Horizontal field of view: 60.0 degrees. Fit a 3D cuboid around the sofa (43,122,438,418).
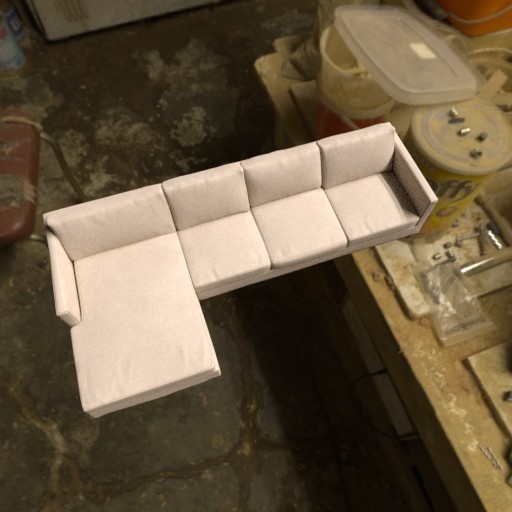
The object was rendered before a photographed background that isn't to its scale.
[{"bbox_3d":[0.000,0.000,3.750,3.186,0.846,1.625,-17,64,-8],"label":"sofa"}]
